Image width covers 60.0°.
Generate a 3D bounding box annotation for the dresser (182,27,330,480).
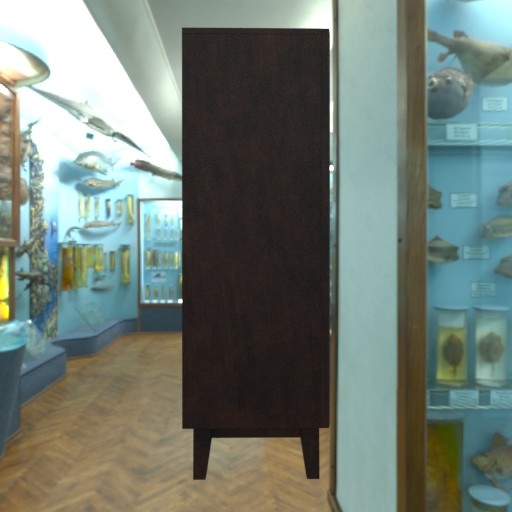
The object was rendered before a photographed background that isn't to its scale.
[{"bbox_3d":[0.000,0.000,2.006,0.506,1.514,1.072,0,0,-1],"label":"dresser"}]
